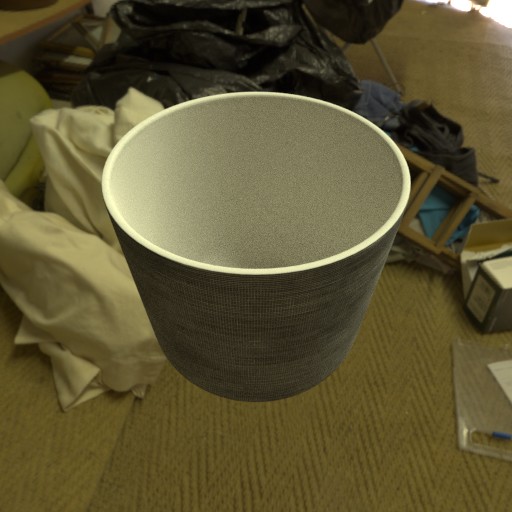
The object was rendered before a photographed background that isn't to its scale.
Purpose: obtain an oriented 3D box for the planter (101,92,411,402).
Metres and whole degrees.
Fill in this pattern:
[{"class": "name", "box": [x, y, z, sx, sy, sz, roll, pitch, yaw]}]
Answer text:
[{"class": "planter", "box": [0.000, 0.000, 0.790, 0.440, 0.398, 0.440, 0, 46, 0]}]
